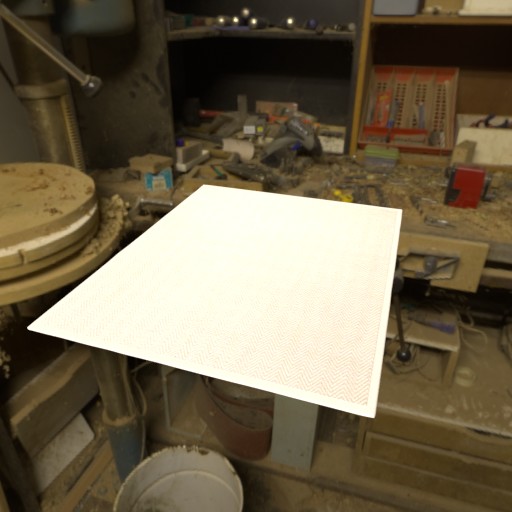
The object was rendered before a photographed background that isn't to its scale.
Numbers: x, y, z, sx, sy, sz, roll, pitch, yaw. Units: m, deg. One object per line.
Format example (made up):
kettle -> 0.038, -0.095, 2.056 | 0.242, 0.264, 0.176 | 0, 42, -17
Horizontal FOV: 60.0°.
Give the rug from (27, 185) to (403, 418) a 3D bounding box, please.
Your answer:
rug -> 0.000, 0.000, 4.035 | 2.423, 0.019, 3.009 | 10, 31, 16
